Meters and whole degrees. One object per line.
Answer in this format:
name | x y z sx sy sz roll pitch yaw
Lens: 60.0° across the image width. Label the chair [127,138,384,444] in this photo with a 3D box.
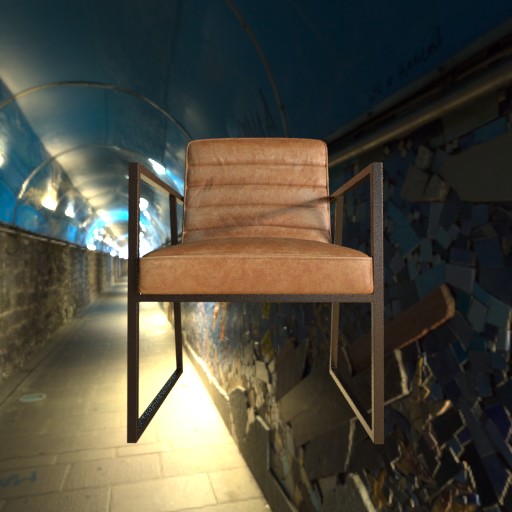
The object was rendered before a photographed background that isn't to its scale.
chair | 0.000 0.000 1.286 0.571 0.832 0.677 0 0 1
